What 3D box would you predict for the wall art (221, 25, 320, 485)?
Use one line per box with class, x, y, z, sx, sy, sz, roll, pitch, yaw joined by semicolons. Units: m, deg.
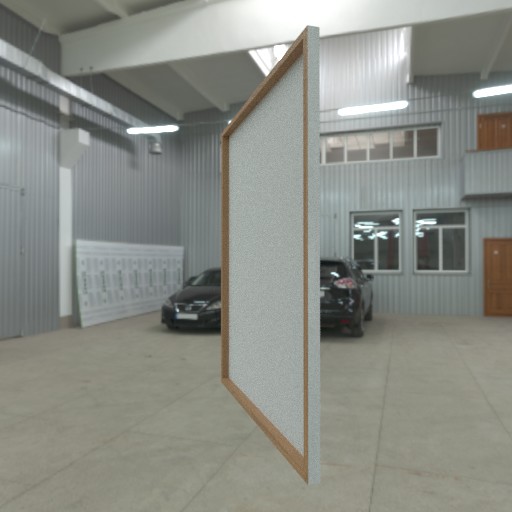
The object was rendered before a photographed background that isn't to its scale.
wall art;0.000;0.000;0.978;0.021;0.710;0.609;0;-1;-17
